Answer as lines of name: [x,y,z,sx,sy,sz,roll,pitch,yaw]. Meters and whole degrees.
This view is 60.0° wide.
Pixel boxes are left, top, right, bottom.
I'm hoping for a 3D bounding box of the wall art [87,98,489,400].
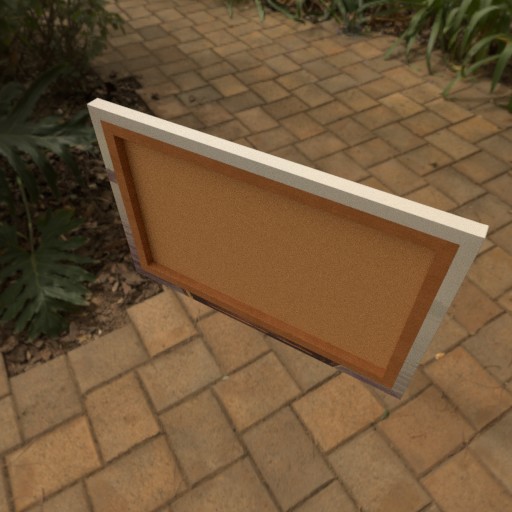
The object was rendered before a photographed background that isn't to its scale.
wall art: [0.000,0.000,1.136,0.916,0.609,0.037,23,51,20]
